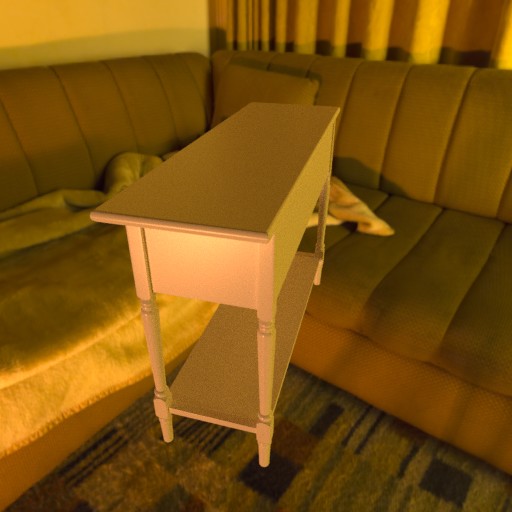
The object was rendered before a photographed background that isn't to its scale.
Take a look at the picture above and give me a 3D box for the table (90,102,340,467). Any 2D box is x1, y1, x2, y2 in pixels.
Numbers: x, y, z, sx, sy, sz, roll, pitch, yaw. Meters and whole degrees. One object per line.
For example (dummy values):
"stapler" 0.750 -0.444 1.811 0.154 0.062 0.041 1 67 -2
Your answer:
"table" 0.000 0.000 1.571 0.386 0.814 1.191 8 31 14
